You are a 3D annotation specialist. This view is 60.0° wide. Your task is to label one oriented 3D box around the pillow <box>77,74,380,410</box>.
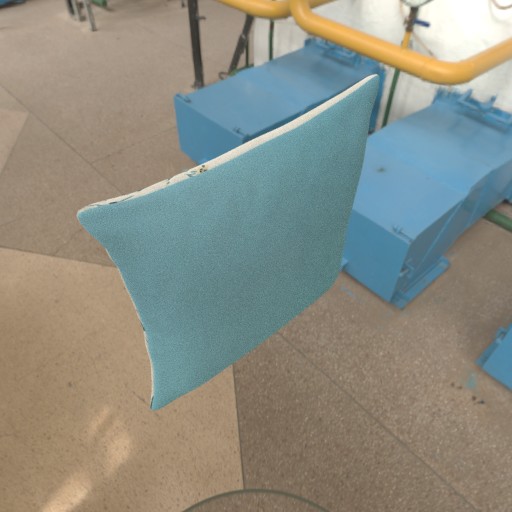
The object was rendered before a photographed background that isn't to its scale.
[{"bbox_3d":[0.000,0.000,0.785,0.526,0.507,0.166,-32,54,-27],"label":"pillow"}]
